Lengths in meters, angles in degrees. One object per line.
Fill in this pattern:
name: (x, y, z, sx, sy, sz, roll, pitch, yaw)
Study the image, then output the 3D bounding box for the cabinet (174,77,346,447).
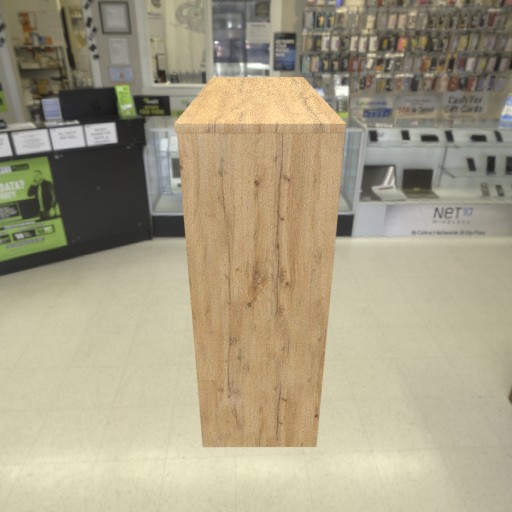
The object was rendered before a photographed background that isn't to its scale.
cabinet: (0.000, 0.000, 2.008, 0.473, 1.397, 1.168, 0, 28, 0)
